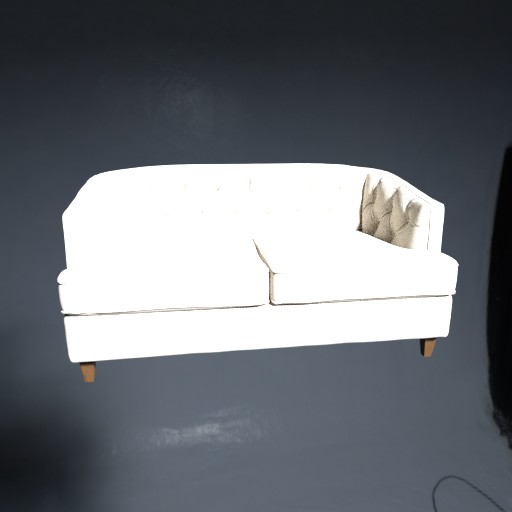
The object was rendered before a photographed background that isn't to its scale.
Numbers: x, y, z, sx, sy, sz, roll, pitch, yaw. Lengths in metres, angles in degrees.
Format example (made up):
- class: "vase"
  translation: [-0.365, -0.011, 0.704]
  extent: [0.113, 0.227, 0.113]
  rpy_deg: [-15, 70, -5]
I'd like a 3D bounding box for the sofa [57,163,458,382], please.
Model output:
- class: "sofa"
  translation: [0.000, 0.000, 2.284]
  extent: [1.731, 0.878, 0.940]
  rpy_deg: [-2, 16, -8]
